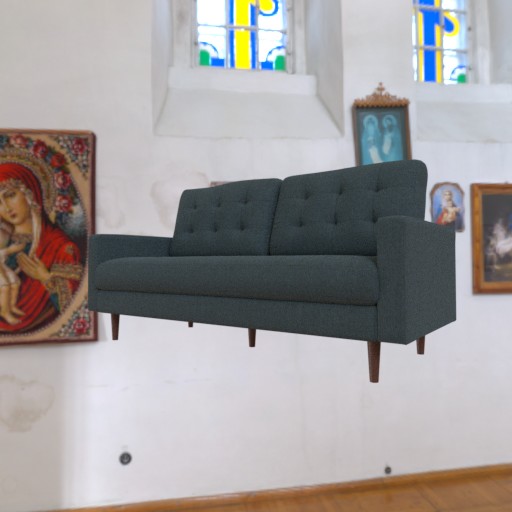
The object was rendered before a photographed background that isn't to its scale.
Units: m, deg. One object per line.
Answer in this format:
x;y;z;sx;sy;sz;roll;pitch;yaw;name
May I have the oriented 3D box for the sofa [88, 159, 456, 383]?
0.000;0.000;2.603;2.010;1.050;0.966;-1;-1;36;sofa
